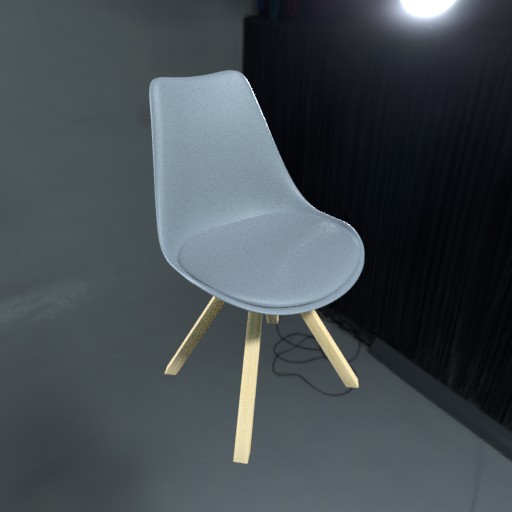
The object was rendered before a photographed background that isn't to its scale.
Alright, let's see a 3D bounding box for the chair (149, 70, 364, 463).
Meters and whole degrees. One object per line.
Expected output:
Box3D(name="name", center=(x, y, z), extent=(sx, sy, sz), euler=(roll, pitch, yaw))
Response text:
Box3D(name="chair", center=(0.000, 0.000, 1.178), extent=(0.485, 0.850, 0.549), euler=(-21, 36, -32))
